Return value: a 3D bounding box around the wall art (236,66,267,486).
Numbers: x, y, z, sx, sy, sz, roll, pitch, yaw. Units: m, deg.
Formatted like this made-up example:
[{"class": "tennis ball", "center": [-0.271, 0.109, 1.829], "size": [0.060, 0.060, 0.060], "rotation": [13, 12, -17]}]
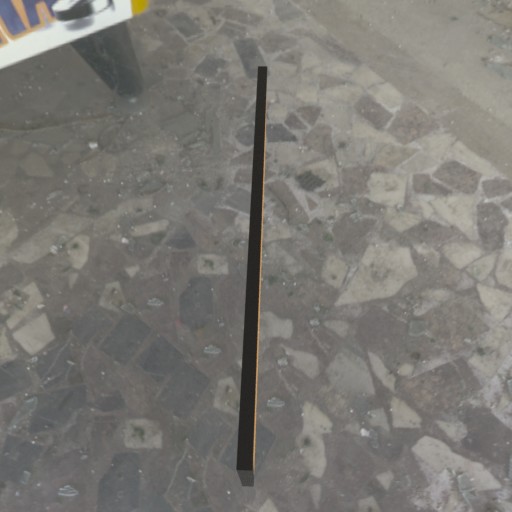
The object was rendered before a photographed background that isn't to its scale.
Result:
[{"class": "wall art", "center": [0.000, 0.000, 1.738], "size": [0.041, 0.554, 1.572], "rotation": [2, 59, 1]}]
